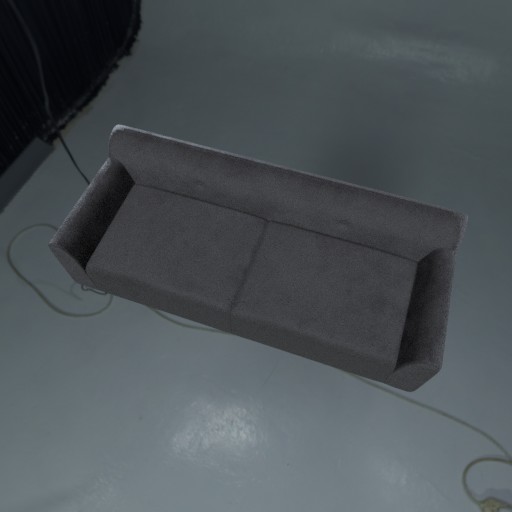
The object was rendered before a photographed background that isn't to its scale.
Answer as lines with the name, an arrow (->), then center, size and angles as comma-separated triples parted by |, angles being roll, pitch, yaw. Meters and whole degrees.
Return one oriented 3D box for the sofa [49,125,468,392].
sofa -> 0.000, 0.000, 2.702 | 2.190, 0.740, 0.900 | 16, 60, 10
